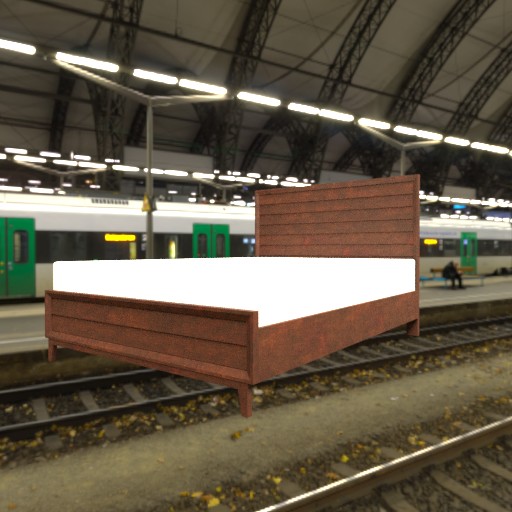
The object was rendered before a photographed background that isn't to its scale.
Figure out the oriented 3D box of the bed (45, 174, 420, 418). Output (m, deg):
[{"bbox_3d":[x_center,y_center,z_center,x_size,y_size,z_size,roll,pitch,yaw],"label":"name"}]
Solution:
[{"bbox_3d":[0.000,0.000,3.110,1.600,1.270,2.184,1,1,37],"label":"bed"}]
